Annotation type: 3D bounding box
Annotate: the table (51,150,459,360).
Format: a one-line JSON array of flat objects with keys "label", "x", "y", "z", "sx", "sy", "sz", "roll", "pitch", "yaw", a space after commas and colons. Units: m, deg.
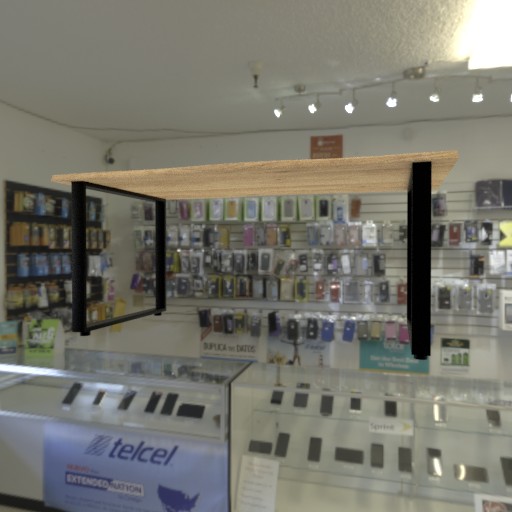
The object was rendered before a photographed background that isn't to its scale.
[{"label": "table", "x": 0.000, "y": 0.000, "z": 2.274, "sx": 1.800, "sy": 0.780, "sz": 0.900, "roll": 0, "pitch": 1, "yaw": 18}]
